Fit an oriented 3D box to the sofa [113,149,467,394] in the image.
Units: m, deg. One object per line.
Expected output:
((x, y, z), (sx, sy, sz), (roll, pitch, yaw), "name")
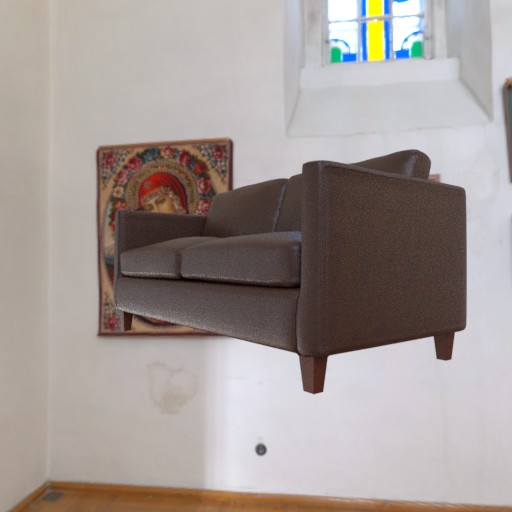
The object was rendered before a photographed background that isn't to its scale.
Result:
((0.000, 0.000, 2.407), (0.951, 0.933, 1.883), (1, -1, -37), "sofa")
